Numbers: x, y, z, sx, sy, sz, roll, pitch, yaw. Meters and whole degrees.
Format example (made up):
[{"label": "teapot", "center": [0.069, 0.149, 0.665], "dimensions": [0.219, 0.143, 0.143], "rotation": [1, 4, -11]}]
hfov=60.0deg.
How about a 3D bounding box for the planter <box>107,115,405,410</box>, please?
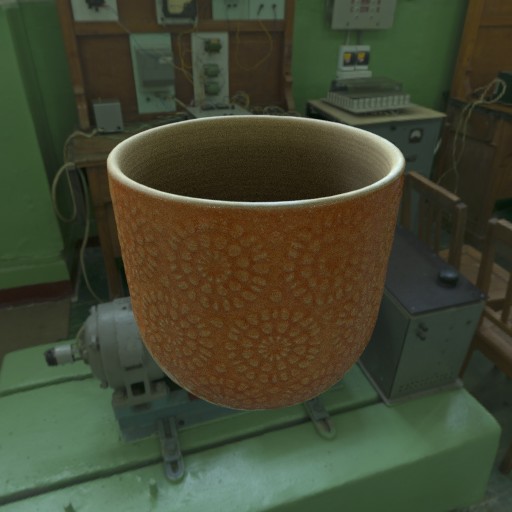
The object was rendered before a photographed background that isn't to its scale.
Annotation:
[{"label": "planter", "center": [0.000, 0.000, 0.292], "dimensions": [0.170, 0.152, 0.170], "rotation": [0, 31, 0]}]
